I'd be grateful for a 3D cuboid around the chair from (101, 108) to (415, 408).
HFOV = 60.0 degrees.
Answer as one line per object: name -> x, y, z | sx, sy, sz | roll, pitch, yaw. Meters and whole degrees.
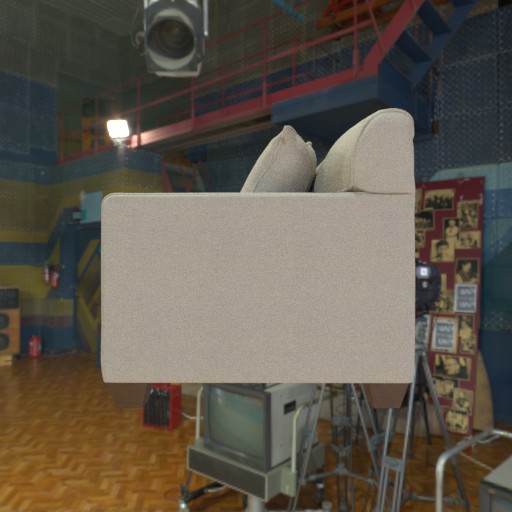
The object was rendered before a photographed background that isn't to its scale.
chair -> 0.000, 0.000, 2.009 | 1.000, 0.948, 1.383 | 0, -1, 0
